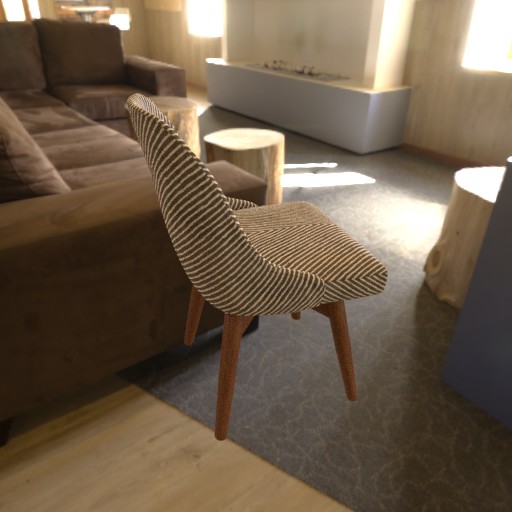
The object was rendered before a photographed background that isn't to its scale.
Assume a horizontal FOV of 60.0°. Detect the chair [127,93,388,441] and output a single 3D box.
[{"bbox_3d":[0.000,0.000,1.264,0.591,0.883,0.504,-10,32,-17],"label":"chair"}]
